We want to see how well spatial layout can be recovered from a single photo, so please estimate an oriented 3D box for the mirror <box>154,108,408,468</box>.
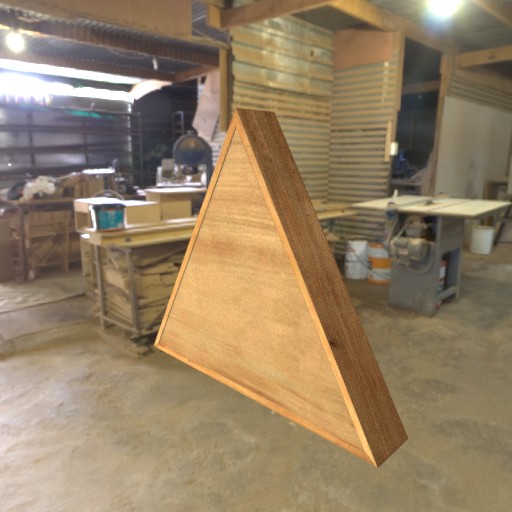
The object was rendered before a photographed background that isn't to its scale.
[{"bbox_3d":[0.000,0.000,0.870,0.100,0.548,0.631,-12,17,-43],"label":"mirror"}]
